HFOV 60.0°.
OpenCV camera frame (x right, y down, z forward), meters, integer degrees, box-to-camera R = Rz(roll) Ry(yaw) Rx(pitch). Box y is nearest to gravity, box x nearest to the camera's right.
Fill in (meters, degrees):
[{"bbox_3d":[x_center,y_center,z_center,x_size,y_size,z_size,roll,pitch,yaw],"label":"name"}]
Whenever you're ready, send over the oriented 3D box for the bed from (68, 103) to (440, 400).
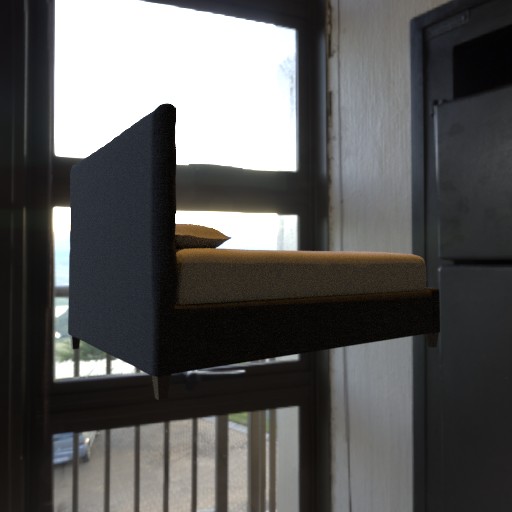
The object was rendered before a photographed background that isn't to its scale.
[{"bbox_3d":[0.000,0.000,3.462,2.387,1.427,1.698,1,-2,-36],"label":"bed"}]
